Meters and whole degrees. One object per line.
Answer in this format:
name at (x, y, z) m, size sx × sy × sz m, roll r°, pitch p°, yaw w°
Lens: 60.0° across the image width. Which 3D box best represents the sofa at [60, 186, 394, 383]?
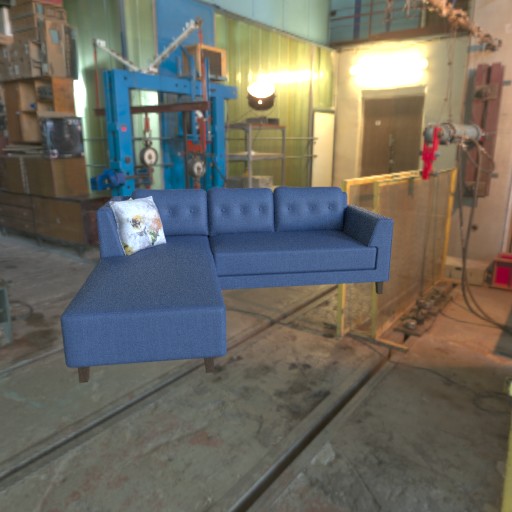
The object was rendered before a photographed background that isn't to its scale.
sofa at (0.000, 0.000, 3.053) m, size 2.120 × 0.787 × 1.829 m, roll -2°, pitch 15°, yaw -9°
